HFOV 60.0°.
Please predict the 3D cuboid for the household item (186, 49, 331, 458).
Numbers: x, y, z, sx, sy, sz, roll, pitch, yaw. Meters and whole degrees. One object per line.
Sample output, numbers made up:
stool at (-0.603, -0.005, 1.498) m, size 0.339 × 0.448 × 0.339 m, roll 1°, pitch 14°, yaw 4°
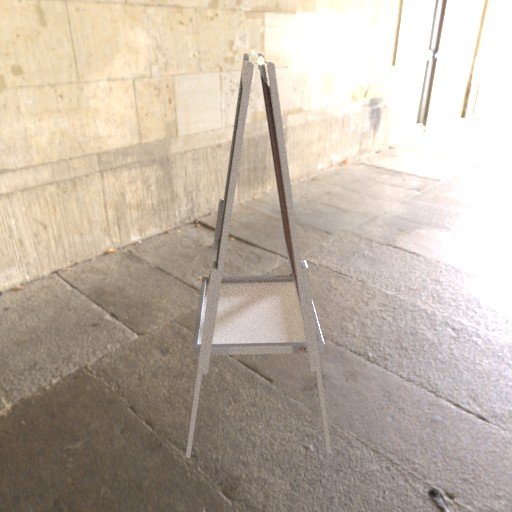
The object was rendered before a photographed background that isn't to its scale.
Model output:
household item at (0.000, 0.000, 1.402) m, size 0.469 × 1.172 × 0.531 m, roll -1°, pitch 27°, yaw -2°
